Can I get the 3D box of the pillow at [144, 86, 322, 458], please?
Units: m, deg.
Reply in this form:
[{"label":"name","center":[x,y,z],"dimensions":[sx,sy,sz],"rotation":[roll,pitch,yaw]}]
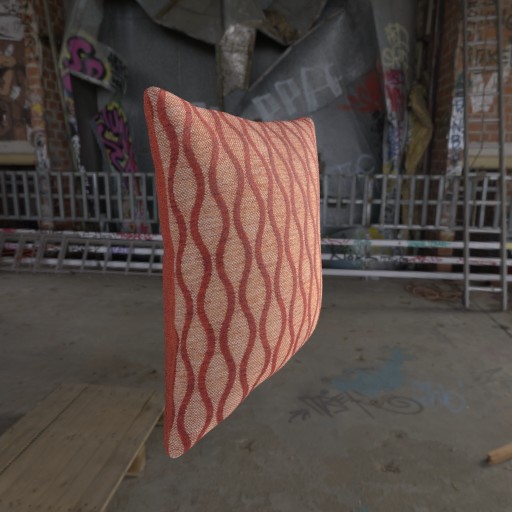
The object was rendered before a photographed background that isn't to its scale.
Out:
[{"label":"pillow","center":[0.000,0.000,0.668],"dimensions":[0.159,0.434,0.429],"rotation":[6,14,27]}]
